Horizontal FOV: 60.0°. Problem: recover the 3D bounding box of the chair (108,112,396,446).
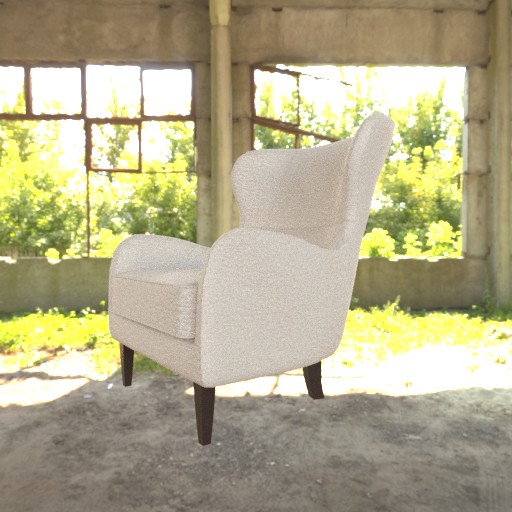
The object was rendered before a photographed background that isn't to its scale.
[{"bbox_3d":[0.000,0.000,1.782,0.984,1.064,0.861,-1,2,-35],"label":"chair"}]
